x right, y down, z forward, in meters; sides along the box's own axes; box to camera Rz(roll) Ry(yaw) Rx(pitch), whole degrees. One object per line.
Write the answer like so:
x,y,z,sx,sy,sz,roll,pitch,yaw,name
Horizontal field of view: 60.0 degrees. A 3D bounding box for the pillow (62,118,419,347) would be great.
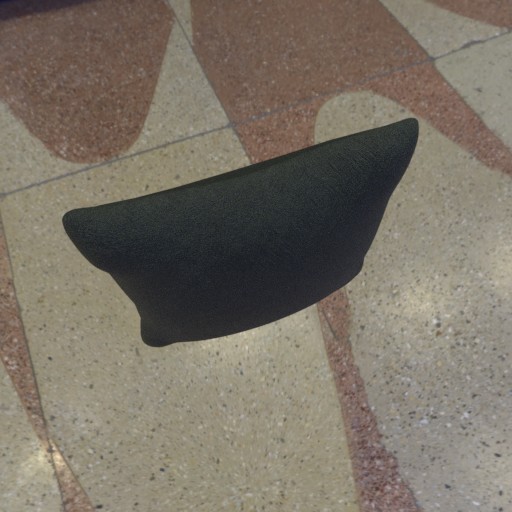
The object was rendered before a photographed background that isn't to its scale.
0.000,0.000,0.821,0.533,0.523,0.210,-19,64,-10,pillow
